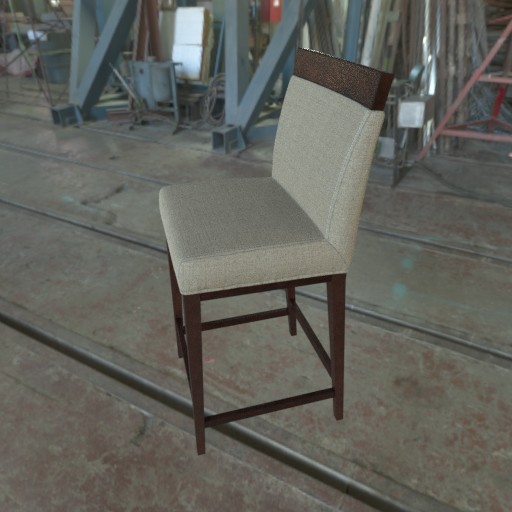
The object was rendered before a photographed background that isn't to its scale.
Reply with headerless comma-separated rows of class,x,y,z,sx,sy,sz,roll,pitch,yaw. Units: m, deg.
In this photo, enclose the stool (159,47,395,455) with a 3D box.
stool,0.000,0.000,1.243,0.480,1.011,0.463,-8,32,-14
